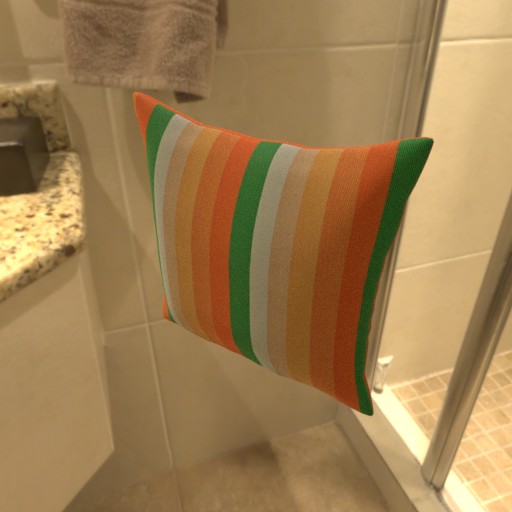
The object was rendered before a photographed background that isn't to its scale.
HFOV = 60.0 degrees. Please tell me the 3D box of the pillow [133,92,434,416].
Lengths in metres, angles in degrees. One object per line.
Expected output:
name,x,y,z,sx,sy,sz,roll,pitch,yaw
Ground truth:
pillow,0.000,0.000,0.692,0.453,0.444,0.169,19,36,28
